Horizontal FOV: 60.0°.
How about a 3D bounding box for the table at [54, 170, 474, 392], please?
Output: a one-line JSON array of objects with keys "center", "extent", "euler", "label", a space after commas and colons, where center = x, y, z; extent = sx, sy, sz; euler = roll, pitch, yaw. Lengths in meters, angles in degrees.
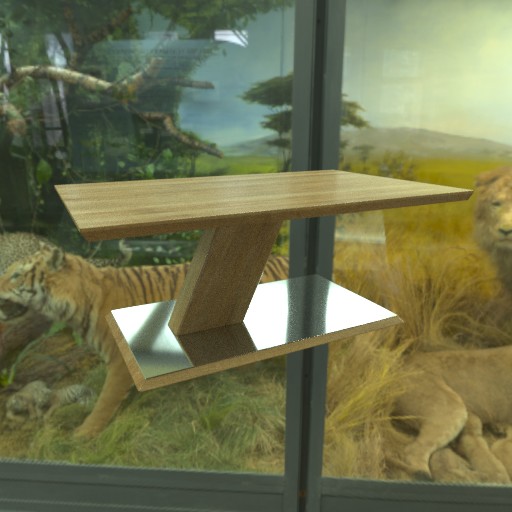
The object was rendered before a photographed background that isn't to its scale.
[{"center": [0.000, 0.000, 1.432], "extent": [1.100, 0.441, 0.692], "euler": [-8, 19, -26], "label": "table"}]
